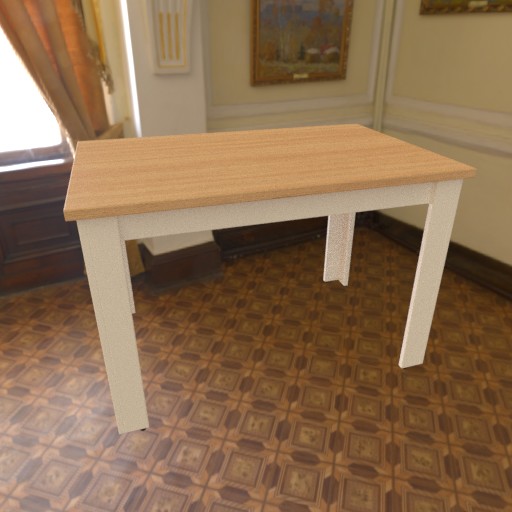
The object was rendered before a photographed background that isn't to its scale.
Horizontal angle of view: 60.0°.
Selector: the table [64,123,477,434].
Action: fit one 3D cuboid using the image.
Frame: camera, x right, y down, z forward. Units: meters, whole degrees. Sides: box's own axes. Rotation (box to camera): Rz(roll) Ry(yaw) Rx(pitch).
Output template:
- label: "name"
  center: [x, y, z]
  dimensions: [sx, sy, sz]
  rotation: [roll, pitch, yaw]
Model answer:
- label: "table"
  center: [0.000, 0.000, 1.579]
  dimensions: [1.100, 0.734, 0.700]
  rotation: [-8, 28, -15]
